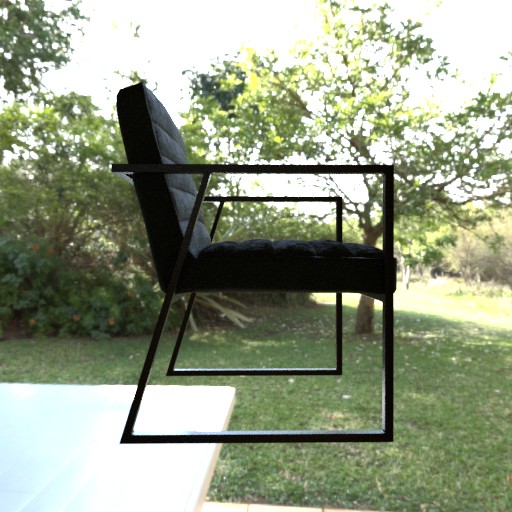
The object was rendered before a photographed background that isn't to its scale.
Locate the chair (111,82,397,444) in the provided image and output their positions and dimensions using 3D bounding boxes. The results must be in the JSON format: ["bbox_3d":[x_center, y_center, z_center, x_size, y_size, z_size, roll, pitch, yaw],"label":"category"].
[{"bbox_3d":[0.000,0.000,1.272,0.677,0.833,0.571,0,0,-1],"label":"chair"}]
